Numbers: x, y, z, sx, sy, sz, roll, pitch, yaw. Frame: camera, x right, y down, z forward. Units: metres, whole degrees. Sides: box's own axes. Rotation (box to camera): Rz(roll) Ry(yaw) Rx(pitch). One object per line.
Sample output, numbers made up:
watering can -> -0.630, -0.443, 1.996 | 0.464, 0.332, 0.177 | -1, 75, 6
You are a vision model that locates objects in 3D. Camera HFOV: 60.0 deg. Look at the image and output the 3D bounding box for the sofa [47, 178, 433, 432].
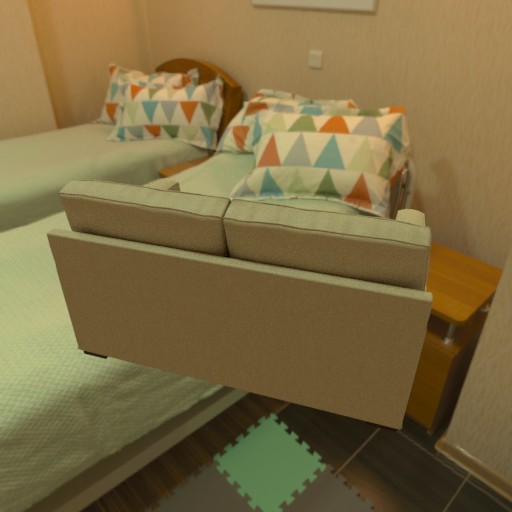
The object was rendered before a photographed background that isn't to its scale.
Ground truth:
sofa -> 0.000, 0.000, 2.090 | 1.484, 0.853, 0.942 | 9, 33, 15
